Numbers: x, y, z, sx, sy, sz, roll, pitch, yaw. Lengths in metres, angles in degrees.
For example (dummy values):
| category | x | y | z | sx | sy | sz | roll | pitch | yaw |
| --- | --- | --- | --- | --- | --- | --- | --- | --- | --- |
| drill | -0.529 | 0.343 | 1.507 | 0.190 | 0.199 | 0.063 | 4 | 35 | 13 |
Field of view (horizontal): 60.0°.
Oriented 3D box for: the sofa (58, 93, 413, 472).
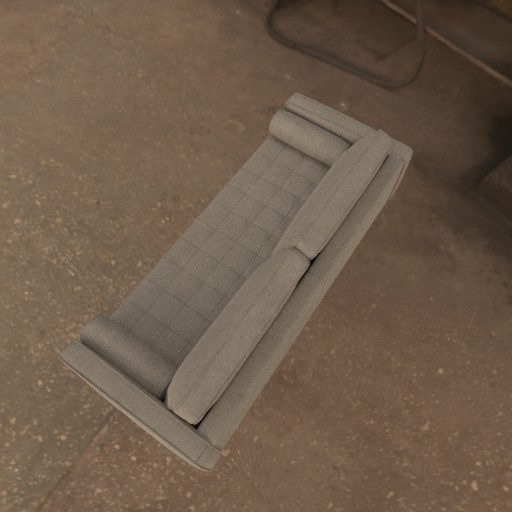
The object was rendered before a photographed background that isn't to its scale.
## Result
| category | x | y | z | sx | sy | sz | roll | pitch | yaw |
| --- | --- | --- | --- | --- | --- | --- | --- | --- | --- |
| sofa | 0.000 | 0.000 | 2.630 | 0.914 | 0.762 | 2.211 | 31 | 67 | 15 |
